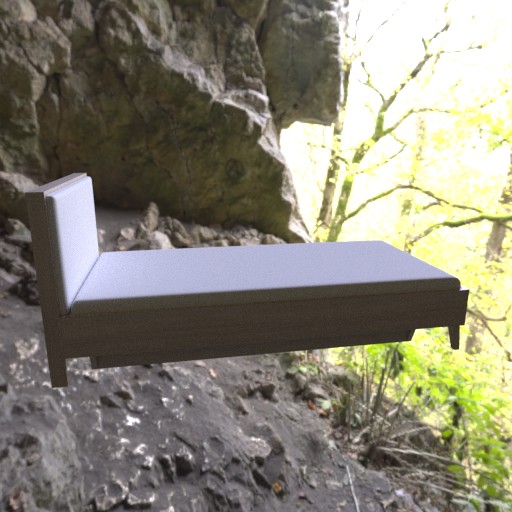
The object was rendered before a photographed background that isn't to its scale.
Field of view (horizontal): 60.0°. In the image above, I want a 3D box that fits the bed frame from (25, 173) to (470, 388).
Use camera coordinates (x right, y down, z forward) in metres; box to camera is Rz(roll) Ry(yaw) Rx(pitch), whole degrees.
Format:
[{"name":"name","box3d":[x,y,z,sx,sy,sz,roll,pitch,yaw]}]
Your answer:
[{"name":"bed frame","box3d":[0.000,0.000,2.624,2.140,0.920,0.990,-3,15,-10]}]
